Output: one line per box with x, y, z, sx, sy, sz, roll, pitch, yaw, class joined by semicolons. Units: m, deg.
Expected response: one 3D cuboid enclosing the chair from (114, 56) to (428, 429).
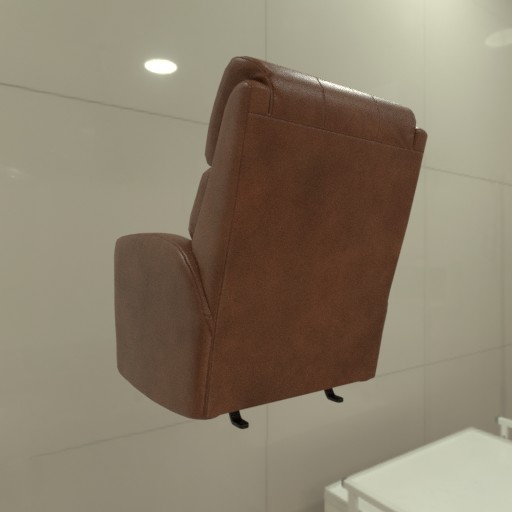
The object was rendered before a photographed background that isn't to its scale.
0.000;0.000;1.606;0.787;1.016;0.939;0;0;-36;chair
